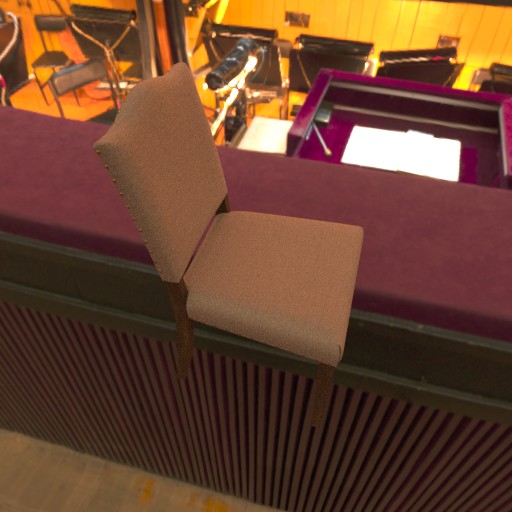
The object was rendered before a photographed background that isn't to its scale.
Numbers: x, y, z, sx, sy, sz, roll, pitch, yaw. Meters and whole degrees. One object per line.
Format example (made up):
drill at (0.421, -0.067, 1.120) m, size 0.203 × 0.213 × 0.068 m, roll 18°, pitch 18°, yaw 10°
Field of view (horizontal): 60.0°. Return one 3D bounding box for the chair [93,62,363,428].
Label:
chair at (0.000, 0.000, 1.364) m, size 0.620 × 1.020 × 0.508 m, roll 12°, pitch 47°, yaw 11°
